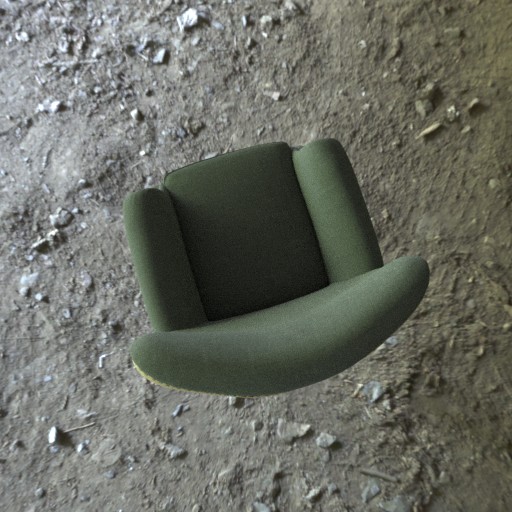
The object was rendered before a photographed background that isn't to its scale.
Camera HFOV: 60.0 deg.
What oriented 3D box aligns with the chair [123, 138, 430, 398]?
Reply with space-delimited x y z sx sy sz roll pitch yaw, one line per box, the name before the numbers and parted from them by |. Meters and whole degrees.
chair | 0.000 0.000 1.673 0.861 0.936 0.921 -17 79 -3
